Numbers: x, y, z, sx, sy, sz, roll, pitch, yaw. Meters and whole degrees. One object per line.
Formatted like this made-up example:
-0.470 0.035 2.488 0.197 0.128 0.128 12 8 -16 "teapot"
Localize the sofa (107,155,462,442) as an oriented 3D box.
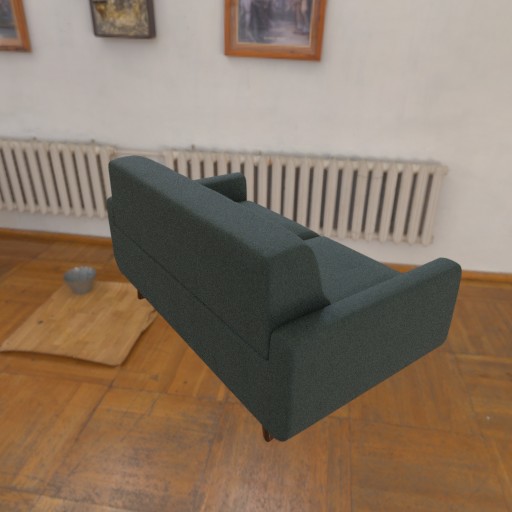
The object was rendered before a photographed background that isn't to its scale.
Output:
0.000 0.000 2.180 0.909 0.841 1.631 -18 32 -31 "sofa"
